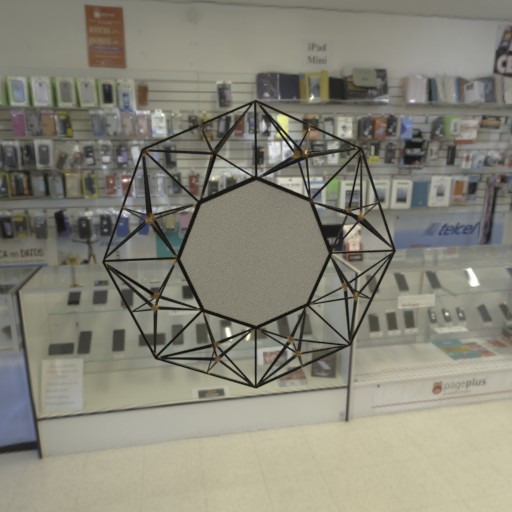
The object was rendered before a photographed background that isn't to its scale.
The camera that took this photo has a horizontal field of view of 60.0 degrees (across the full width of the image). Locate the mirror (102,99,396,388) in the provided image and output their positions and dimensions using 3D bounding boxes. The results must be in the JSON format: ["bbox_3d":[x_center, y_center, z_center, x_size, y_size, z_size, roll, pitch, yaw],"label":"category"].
[{"bbox_3d":[0.000,0.000,1.064,0.710,0.710,0.094,-2,15,-8],"label":"mirror"}]
